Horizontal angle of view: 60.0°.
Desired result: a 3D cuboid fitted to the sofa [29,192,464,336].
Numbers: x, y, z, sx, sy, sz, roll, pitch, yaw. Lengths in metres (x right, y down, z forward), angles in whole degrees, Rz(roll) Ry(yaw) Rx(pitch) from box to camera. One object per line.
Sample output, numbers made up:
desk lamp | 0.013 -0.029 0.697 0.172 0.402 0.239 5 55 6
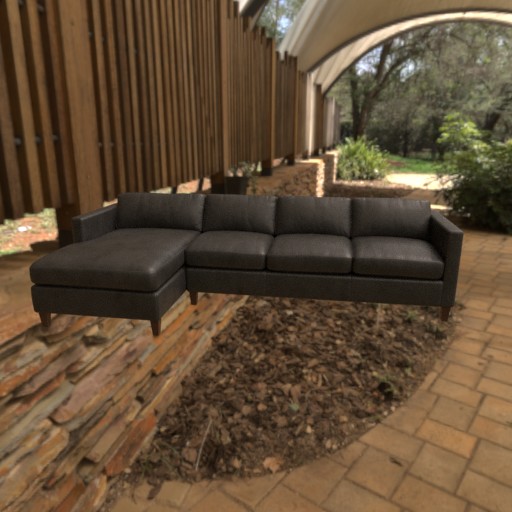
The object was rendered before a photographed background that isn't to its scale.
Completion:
sofa | 0.000 0.000 3.772 3.203 0.883 1.581 3 16 9
